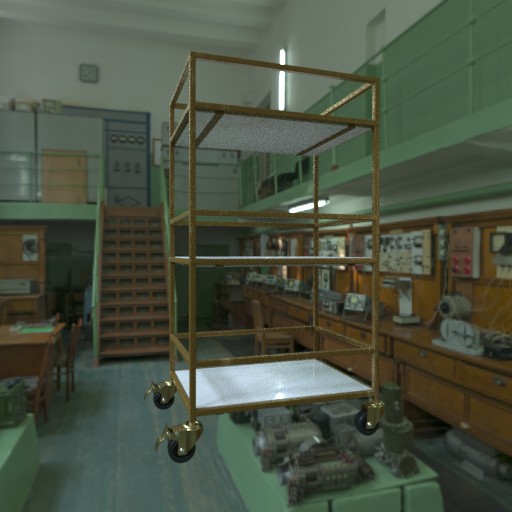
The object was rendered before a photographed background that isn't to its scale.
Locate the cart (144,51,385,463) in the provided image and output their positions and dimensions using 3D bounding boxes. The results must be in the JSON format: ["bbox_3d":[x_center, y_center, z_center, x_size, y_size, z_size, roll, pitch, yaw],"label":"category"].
[{"bbox_3d":[0.000,0.000,1.021,0.483,0.761,0.332,0,0,-18],"label":"cart"}]
